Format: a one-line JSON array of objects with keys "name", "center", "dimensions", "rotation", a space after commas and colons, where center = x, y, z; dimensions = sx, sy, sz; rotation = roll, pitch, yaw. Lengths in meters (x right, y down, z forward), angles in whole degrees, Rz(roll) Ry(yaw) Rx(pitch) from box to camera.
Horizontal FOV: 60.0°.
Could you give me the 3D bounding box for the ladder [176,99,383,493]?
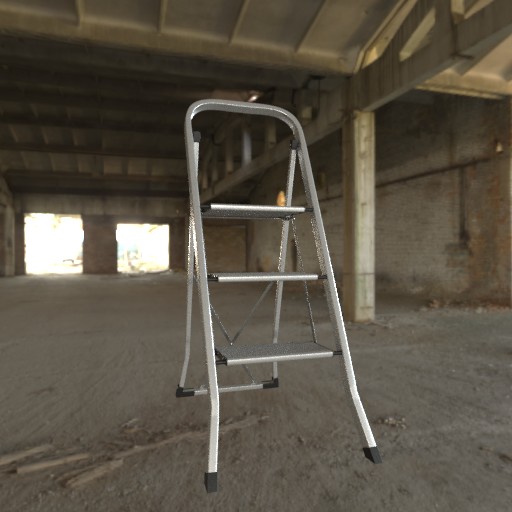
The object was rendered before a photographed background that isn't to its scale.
[{"name": "ladder", "center": [0.000, 0.000, 1.407], "dimensions": [0.465, 1.070, 0.704], "rotation": [0, 1, -18]}]
